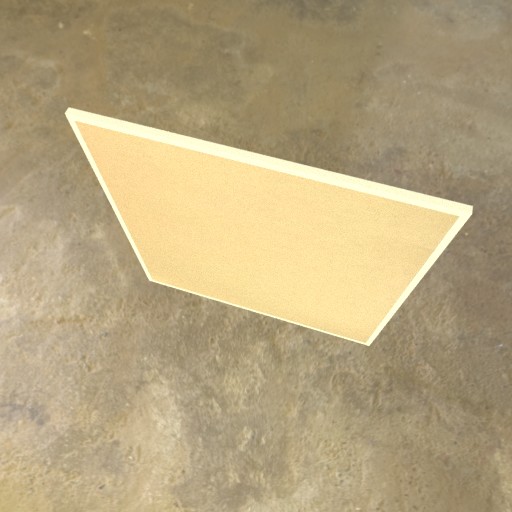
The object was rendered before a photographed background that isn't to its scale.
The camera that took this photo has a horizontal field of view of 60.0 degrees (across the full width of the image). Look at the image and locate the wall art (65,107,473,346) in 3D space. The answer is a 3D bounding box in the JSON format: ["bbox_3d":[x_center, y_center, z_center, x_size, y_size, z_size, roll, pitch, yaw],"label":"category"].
[{"bbox_3d":[0.000,0.000,0.829,0.557,0.557,0.012,16,63,8],"label":"wall art"}]
